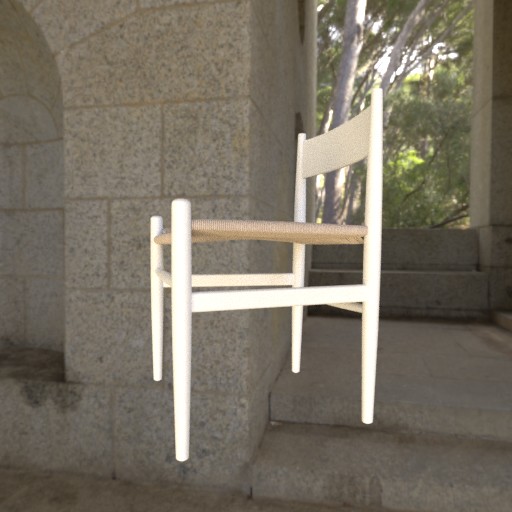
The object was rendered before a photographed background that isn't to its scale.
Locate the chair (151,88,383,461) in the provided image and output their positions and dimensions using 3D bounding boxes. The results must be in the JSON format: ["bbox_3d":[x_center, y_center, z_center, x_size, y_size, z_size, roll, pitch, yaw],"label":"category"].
[{"bbox_3d":[0.000,0.000,1.149,0.495,0.762,0.556,0,2,-18],"label":"chair"}]
